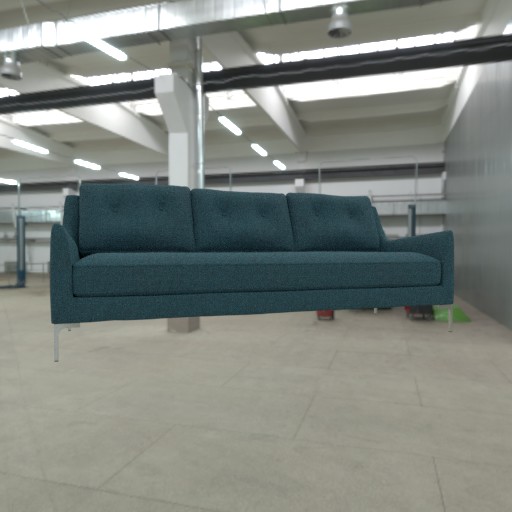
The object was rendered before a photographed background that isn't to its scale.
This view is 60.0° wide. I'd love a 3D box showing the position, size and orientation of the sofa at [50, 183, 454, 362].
[{"bbox_3d":[0.000,0.000,2.498,2.060,0.837,0.849,0,1,-19],"label":"sofa"}]
